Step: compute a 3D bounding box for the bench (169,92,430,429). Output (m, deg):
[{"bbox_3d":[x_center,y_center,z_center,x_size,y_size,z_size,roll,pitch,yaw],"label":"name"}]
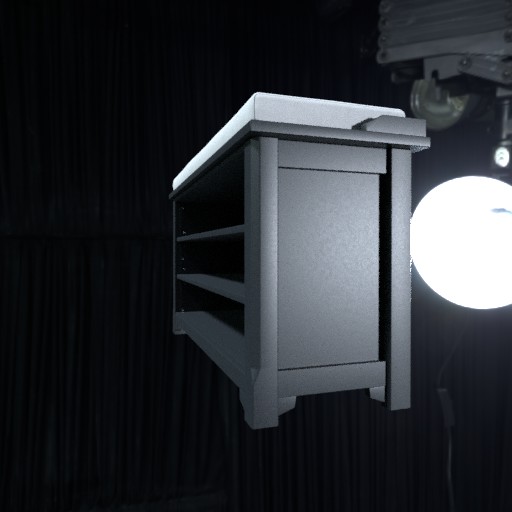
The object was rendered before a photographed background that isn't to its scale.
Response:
[{"bbox_3d":[0.000,0.000,1.215,0.345,0.561,0.973,0,1,-19],"label":"bench"}]
